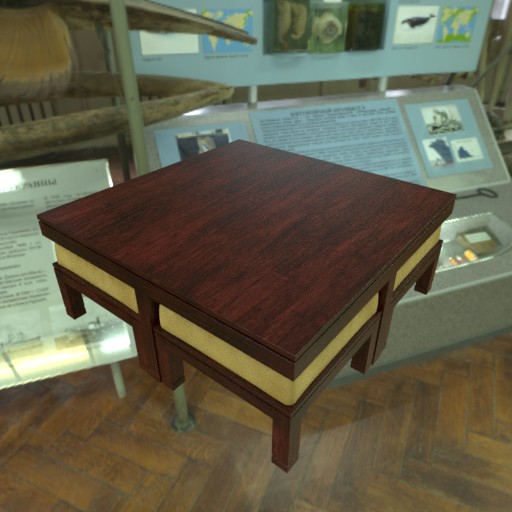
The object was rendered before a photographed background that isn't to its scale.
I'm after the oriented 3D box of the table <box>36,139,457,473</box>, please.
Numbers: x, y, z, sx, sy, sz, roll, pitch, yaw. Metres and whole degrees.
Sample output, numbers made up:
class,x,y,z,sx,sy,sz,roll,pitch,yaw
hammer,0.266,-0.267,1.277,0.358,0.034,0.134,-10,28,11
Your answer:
class,x,y,z,sx,sy,sz,roll,pitch,yaw
table,0.000,0.000,1.378,0.865,0.356,0.865,23,39,32
